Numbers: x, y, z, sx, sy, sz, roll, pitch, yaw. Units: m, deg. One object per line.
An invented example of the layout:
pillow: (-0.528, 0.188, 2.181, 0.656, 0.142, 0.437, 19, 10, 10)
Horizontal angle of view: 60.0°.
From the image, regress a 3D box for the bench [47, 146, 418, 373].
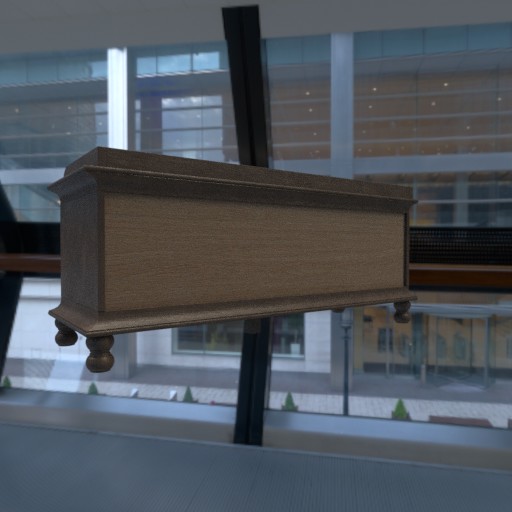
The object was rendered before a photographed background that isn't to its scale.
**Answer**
bench: (0.000, 0.000, 1.453, 1.185, 0.501, 0.402, -1, 1, -36)
